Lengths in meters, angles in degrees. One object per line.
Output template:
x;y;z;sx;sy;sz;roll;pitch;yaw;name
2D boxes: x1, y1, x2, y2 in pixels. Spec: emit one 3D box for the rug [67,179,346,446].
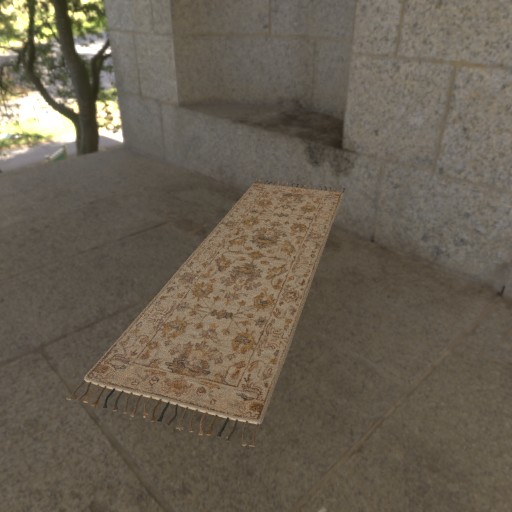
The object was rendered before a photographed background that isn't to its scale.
0.000;0.000;2.550;0.729;0.021;2.438;9;31;15;rug
